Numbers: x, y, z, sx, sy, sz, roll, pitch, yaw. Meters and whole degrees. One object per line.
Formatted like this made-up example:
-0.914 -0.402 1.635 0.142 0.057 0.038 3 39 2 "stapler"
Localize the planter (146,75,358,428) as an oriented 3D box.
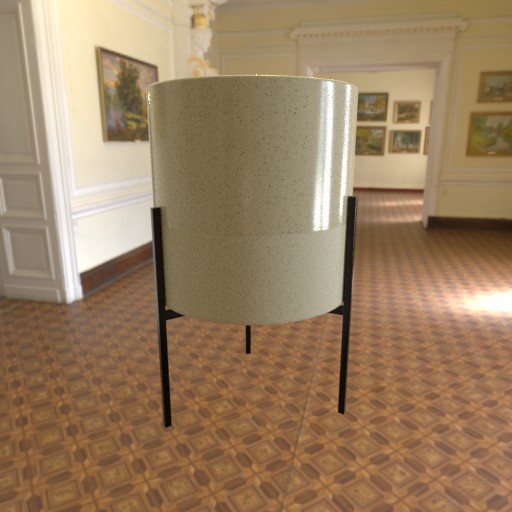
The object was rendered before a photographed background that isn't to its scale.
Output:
0.000 0.000 0.549 0.243 0.390 0.234 7 16 26 "planter"
